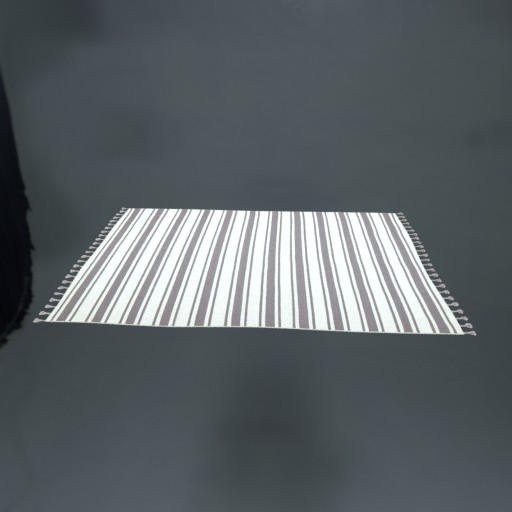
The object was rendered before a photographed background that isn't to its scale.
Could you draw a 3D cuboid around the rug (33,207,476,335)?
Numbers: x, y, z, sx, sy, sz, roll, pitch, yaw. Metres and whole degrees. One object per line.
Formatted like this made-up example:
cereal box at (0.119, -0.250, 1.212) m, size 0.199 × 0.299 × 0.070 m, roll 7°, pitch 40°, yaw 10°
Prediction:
rug at (0.000, 0.000, 3.873) m, size 3.040 × 0.017 × 2.030 m, roll 1°, pitch 29°, yaw 2°
